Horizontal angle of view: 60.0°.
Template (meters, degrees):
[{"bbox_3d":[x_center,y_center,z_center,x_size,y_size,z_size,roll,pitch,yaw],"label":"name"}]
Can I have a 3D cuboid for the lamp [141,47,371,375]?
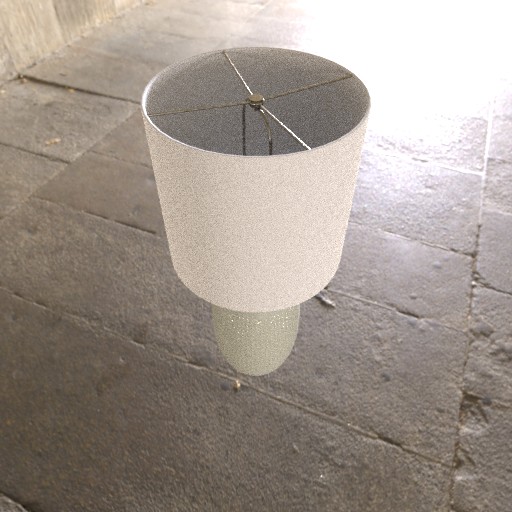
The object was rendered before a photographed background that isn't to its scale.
[{"bbox_3d":[0.000,0.000,0.586,0.217,0.453,0.217,-17,49,-15],"label":"lamp"}]
